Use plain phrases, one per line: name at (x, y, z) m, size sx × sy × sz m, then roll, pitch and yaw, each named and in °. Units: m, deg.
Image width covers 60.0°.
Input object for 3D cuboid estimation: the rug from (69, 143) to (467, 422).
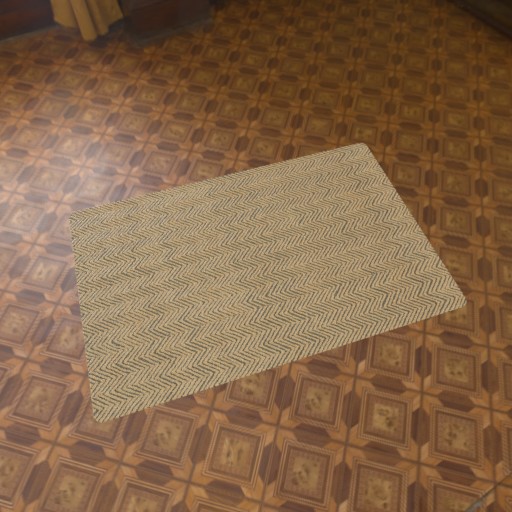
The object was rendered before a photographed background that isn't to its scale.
rug at (0.000, 0.000, 2.242) m, size 1.752 × 0.008 × 1.144 m, roll -15°, pitch 59°, yaw -10°
